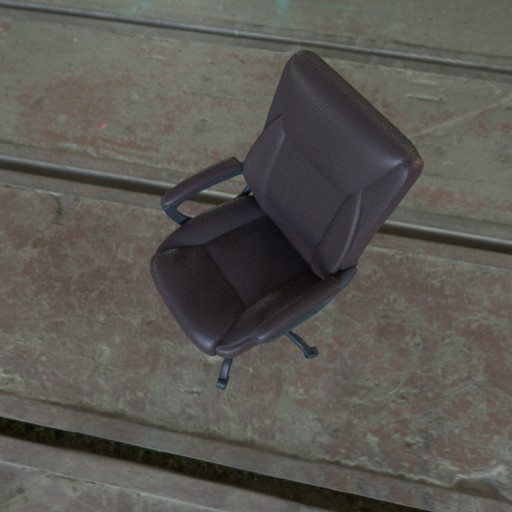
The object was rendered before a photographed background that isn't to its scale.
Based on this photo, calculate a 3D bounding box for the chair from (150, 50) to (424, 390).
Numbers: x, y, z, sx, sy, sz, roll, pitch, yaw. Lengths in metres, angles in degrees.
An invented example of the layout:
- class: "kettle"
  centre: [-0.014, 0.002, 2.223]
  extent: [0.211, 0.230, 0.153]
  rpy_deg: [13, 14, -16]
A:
- class: "chair"
  centre: [0.000, 0.000, 1.454]
  extent: [0.655, 1.072, 0.615]
  rpy_deg: [-31, 67, -15]
